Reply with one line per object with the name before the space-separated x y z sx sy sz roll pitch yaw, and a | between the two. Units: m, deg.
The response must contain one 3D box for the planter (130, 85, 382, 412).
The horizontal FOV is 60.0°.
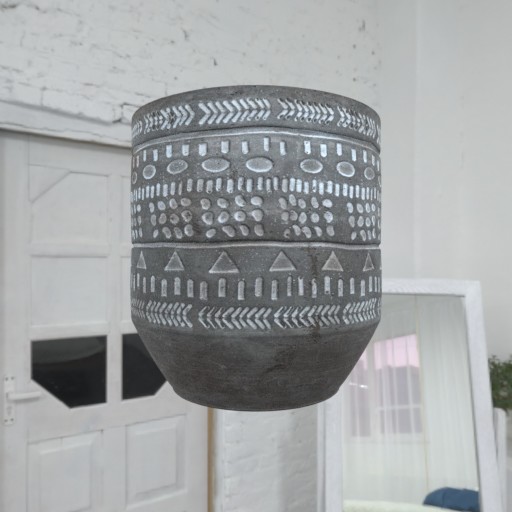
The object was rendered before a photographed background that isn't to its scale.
planter | 0.000 0.000 0.260 0.142 0.149 0.142 0 1 0
